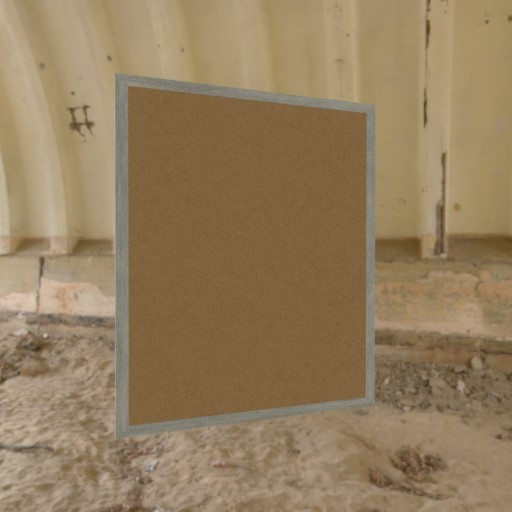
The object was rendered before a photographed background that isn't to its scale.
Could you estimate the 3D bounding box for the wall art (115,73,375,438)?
[{"bbox_3d":[0.000,0.000,0.792,0.479,0.582,0.022,0,1,-19],"label":"wall art"}]
